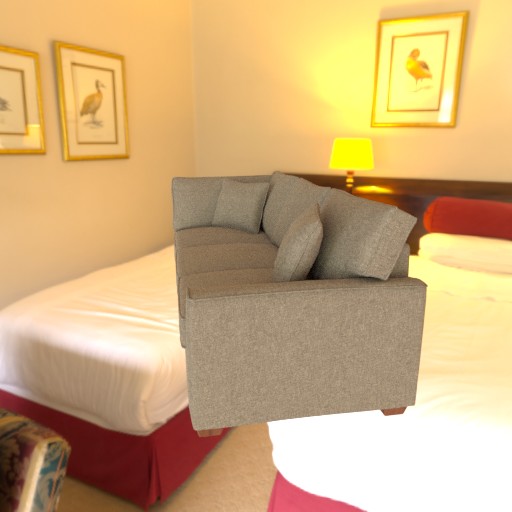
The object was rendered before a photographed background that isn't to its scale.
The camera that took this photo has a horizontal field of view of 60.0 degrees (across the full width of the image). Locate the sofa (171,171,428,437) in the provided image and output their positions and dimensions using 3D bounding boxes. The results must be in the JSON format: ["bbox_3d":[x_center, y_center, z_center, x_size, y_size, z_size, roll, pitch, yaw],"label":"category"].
[{"bbox_3d":[0.000,0.000,2.886,1.061,0.962,2.317,-3,15,-10],"label":"sofa"}]
